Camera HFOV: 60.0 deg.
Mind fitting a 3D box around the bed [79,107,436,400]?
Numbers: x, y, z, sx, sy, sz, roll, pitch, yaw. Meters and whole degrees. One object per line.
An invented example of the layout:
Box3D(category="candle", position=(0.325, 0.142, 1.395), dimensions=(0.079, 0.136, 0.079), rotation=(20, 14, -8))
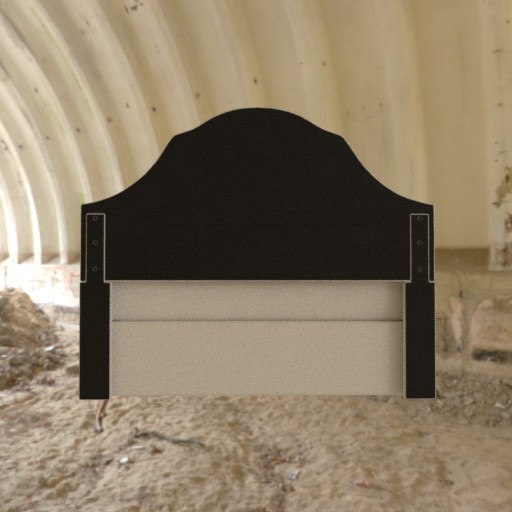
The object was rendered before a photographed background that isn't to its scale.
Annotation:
Box3D(category="bed", position=(0.000, 0.000, 3.670), dimensions=(2.039, 1.617, 2.477), rotation=(0, -1, -1))
